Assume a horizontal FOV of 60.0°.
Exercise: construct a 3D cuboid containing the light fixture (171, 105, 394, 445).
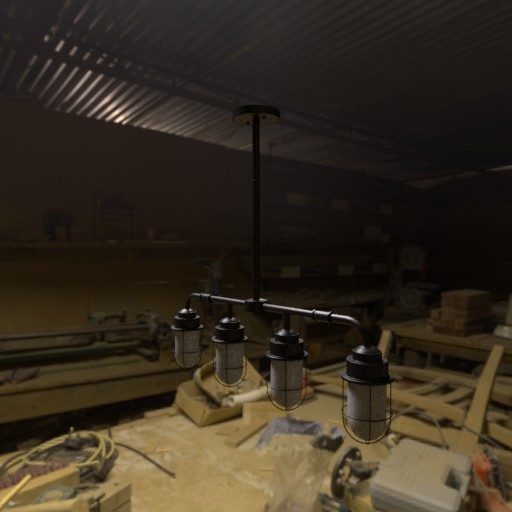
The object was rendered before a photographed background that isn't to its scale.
[{"bbox_3d":[0.000,0.000,1.220,0.131,0.785,0.852,-1,1,-39],"label":"light fixture"}]
